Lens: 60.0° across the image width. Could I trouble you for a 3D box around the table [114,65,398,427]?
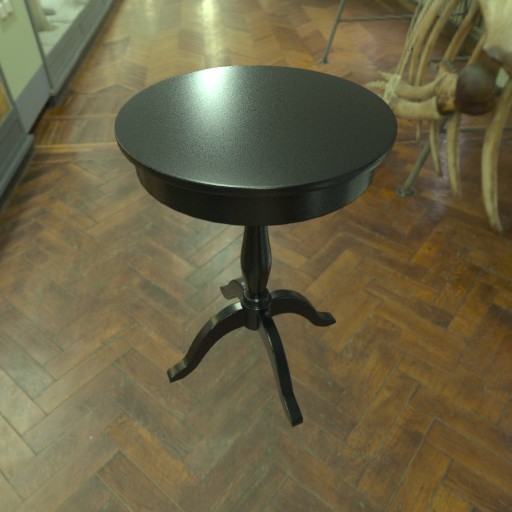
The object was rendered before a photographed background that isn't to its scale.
[{"bbox_3d":[0.000,0.000,0.984,0.481,0.665,0.481,0,42,0],"label":"table"}]
